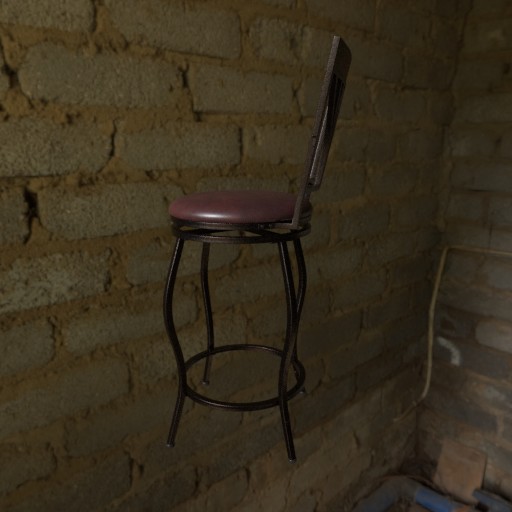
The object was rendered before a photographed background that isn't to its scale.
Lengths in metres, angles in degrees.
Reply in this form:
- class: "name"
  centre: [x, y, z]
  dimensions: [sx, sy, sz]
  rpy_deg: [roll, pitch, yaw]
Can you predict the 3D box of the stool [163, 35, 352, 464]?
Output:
- class: "stool"
  centre: [0.000, 0.000, 1.347]
  dimensions: [0.514, 1.117, 0.433]
  rpy_deg: [3, 14, 10]
